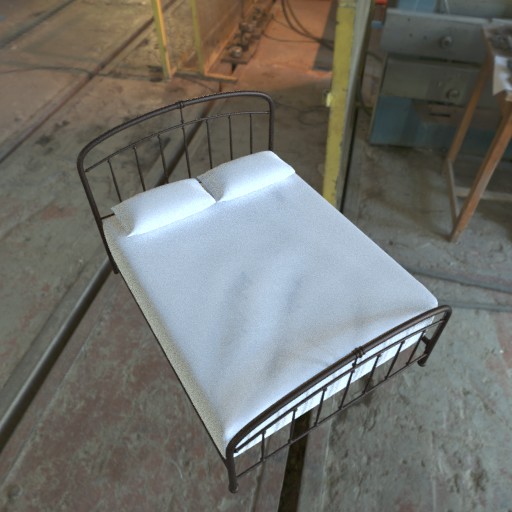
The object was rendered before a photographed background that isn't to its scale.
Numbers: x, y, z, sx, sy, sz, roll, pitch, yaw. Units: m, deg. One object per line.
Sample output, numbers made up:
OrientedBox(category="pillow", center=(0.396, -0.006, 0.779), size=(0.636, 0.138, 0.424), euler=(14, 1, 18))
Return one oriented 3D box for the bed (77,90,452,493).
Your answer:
OrientedBox(category="bed", center=(0.000, 0.000, 3.168), size=(1.711, 1.425, 2.180), euler=(-25, 52, -21))
